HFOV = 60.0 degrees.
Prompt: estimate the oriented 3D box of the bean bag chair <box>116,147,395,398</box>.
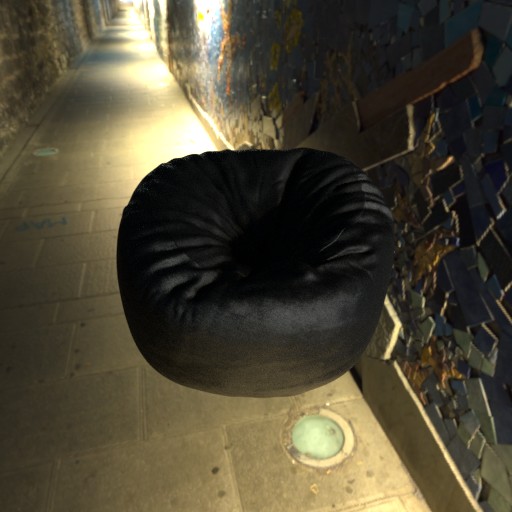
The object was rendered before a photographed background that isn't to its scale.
[{"bbox_3d":[0.000,0.000,2.430,1.524,0.878,1.524,1,31,1],"label":"bean bag chair"}]
